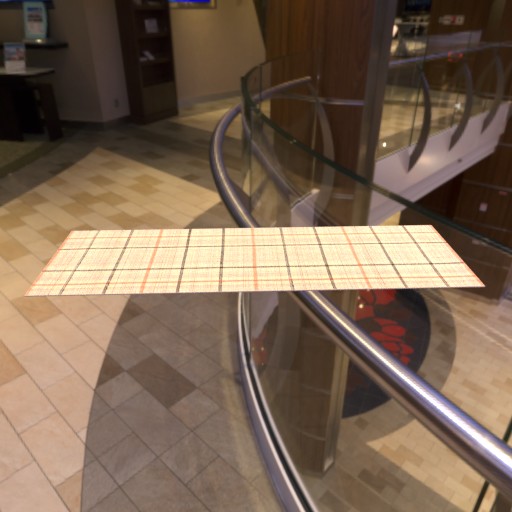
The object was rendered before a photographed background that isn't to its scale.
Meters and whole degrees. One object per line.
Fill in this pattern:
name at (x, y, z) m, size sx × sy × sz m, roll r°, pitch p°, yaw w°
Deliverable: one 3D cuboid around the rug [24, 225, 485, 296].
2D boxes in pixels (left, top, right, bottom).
rug at (0.000, 0.000, 2.675) m, size 2.439 × 0.008 × 0.762 m, roll -1°, pitch 29°, yaw -2°
